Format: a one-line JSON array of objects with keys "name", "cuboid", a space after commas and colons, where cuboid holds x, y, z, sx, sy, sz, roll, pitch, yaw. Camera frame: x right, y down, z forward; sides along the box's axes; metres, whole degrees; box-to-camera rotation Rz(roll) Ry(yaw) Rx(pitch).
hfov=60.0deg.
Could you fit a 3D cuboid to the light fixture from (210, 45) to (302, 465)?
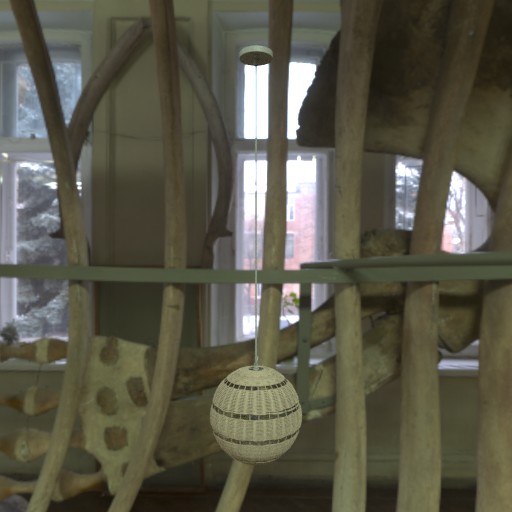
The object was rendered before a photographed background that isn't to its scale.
[{"name": "light fixture", "cuboid": [0.000, 0.000, 2.208, 0.457, 2.019, 0.457, 0, 0, 1]}]
